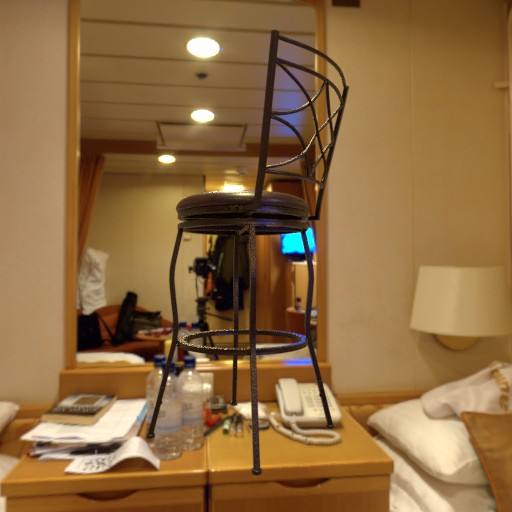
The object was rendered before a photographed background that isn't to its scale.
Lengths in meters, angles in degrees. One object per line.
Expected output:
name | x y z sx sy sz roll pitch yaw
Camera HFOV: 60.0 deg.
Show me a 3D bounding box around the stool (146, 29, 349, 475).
stool | 0.000 0.000 1.393 0.534 1.117 0.434 -1 -2 36
